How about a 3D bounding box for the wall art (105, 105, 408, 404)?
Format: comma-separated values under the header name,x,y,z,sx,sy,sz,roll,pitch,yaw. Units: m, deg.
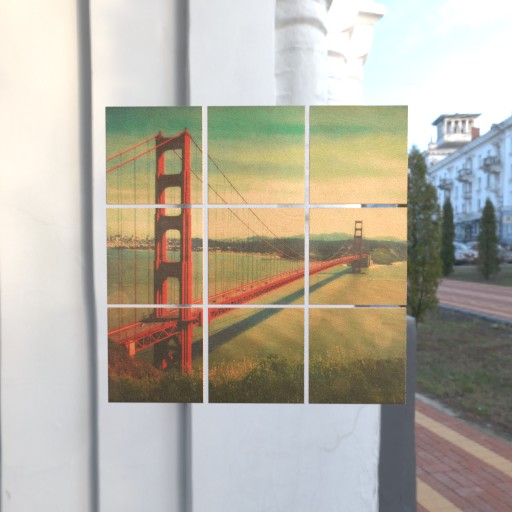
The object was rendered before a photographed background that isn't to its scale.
name,x,y,z,sx,sy,sz,roll,pitch,yaw
wall art,0.000,0.000,1.805,1.217,1.207,0.016,0,2,1
